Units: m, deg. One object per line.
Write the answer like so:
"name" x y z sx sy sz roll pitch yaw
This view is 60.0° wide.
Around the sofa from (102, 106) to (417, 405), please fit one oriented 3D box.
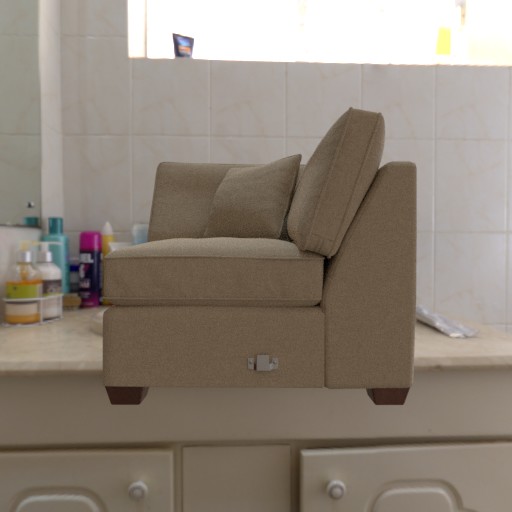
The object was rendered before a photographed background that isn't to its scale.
"sofa" 0.000 0.000 2.005 1.084 1.002 1.146 0 1 0
